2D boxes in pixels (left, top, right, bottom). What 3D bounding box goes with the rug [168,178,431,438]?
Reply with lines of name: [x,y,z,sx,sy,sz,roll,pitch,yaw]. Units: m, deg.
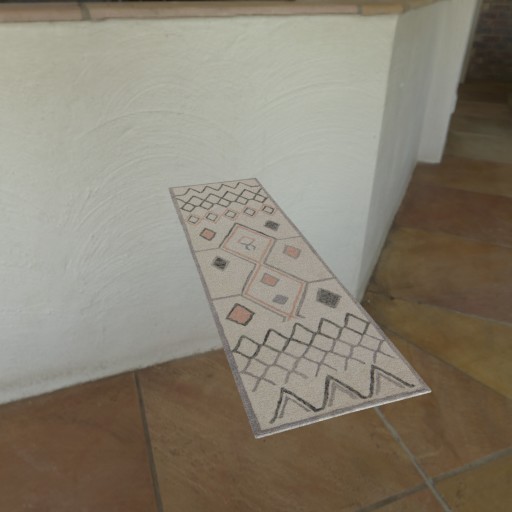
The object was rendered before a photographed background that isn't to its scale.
rug: [0.000,0.000,2.699,0.750,0.011,2.435,-9,33,-14]
